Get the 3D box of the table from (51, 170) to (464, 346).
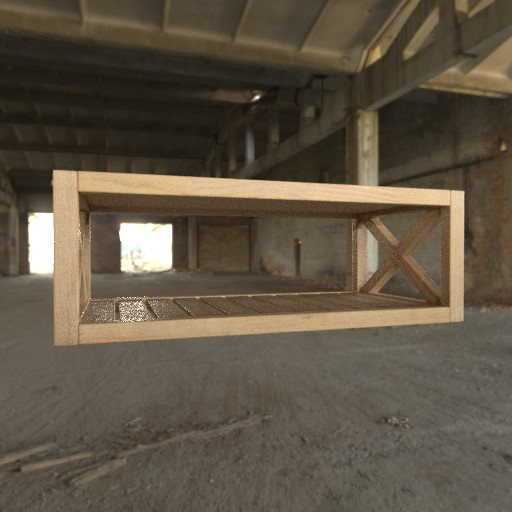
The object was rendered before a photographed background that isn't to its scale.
[{"bbox_3d":[0.000,0.000,1.655,1.321,0.457,0.660,0,1,-18],"label":"table"}]
